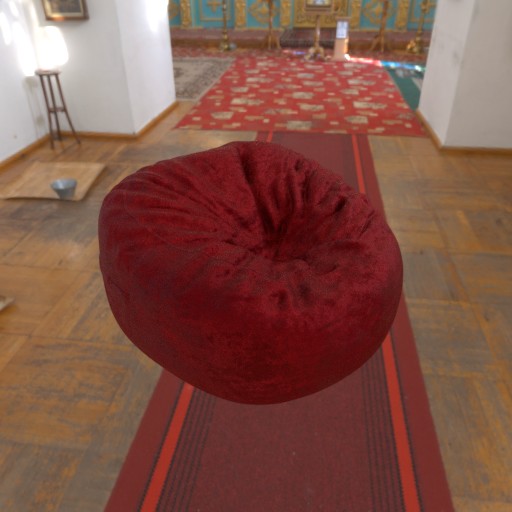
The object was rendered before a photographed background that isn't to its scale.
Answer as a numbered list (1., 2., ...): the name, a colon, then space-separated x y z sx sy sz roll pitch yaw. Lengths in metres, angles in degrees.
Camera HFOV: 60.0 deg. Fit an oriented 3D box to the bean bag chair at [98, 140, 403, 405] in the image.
1. bean bag chair: 0.000 0.000 2.391 1.524 0.878 1.524 -22 38 -31
